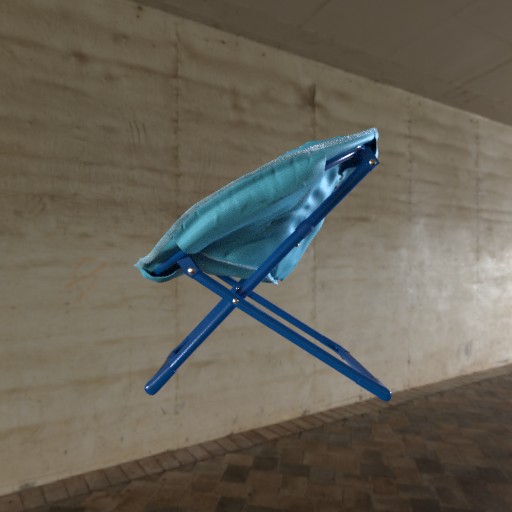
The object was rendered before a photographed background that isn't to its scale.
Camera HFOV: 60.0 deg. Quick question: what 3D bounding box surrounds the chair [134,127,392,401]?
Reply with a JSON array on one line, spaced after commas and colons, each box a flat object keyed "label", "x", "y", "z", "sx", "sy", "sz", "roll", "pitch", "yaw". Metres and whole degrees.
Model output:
[{"label": "chair", "x": 0.000, "y": 0.000, "z": 0.893, "sx": 0.465, "sy": 0.478, "sz": 0.520, "roll": 0, "pitch": 0, "yaw": -1}]
